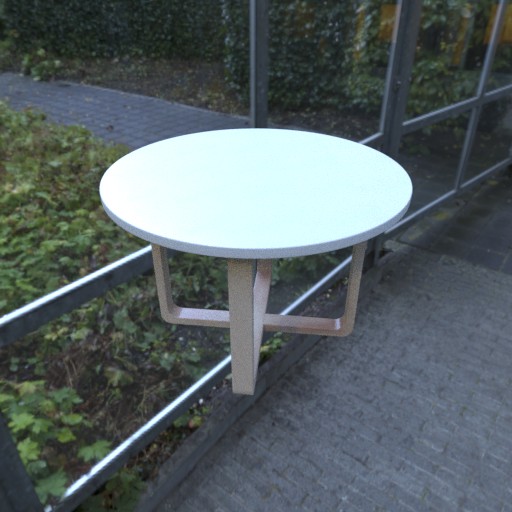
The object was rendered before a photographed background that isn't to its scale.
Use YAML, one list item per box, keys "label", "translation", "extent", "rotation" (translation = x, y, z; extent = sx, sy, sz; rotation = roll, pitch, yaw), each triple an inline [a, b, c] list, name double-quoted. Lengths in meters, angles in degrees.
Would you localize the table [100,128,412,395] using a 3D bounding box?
- label: "table"
  translation: [0.000, 0.000, 0.992]
  extent: [0.600, 0.400, 0.600]
  rotation: [0, 32, 0]
